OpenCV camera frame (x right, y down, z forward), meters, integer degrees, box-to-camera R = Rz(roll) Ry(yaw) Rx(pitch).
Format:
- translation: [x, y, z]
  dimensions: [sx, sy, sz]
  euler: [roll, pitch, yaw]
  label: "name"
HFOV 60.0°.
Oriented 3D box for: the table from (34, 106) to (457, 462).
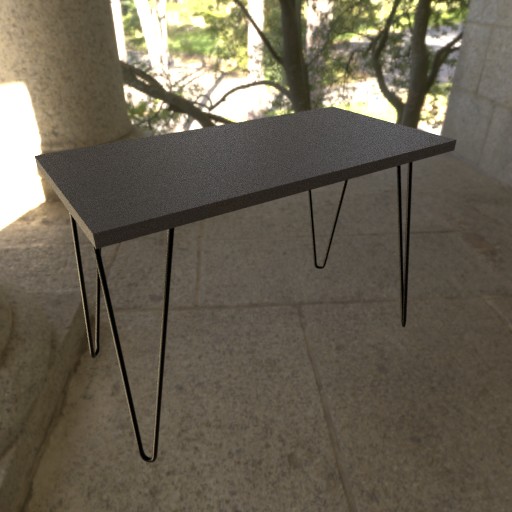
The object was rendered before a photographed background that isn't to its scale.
- translation: [0.000, 0.000, 1.326]
  dimensions: [0.991, 0.660, 0.499]
  euler: [-19, 36, -28]
  label: "table"
